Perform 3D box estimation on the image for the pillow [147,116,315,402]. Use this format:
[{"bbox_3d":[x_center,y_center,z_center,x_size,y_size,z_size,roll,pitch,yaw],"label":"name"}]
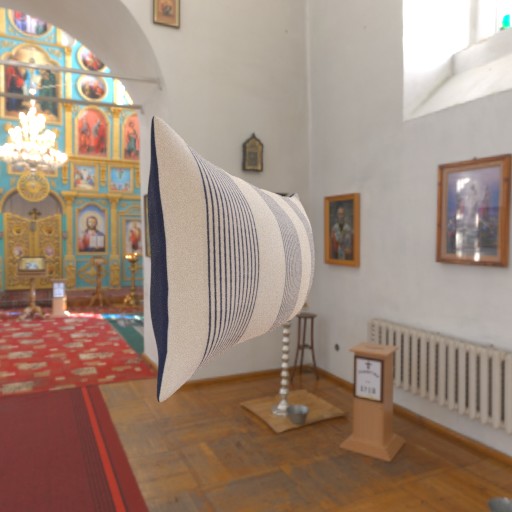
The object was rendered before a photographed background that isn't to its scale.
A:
[{"bbox_3d":[0.000,0.000,0.730,0.151,0.287,0.610,0,1,19],"label":"pillow"}]
